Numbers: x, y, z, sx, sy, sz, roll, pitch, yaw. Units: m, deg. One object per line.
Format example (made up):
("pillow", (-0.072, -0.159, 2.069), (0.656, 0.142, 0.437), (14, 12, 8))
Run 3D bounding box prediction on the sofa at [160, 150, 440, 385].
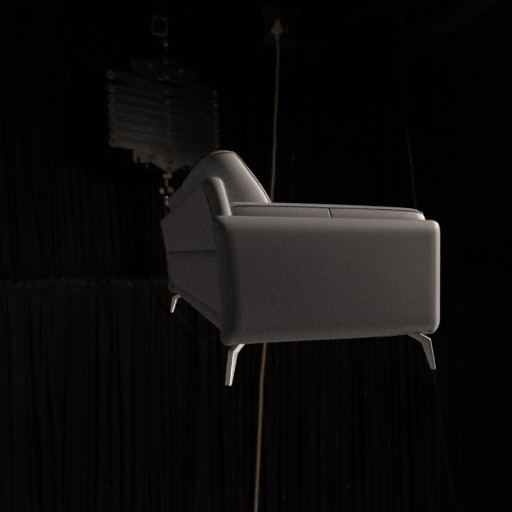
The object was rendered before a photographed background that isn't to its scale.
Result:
("sofa", (0.000, 0.000, 2.644), (0.969, 0.900, 2.100), (0, 0, -16))
